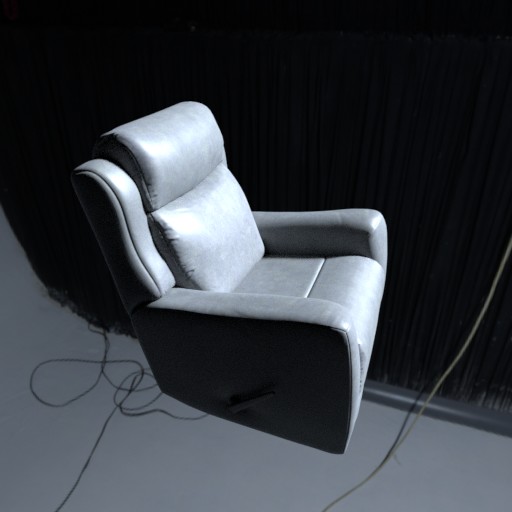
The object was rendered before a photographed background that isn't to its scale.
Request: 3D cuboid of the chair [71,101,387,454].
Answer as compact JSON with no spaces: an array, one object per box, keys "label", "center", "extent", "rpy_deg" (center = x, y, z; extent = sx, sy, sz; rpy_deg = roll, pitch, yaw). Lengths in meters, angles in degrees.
[{"label":"chair","center":[0.000,0.000,1.890],"extent":[1.068,1.116,0.967],"rpy_deg":[11,31,18]}]
